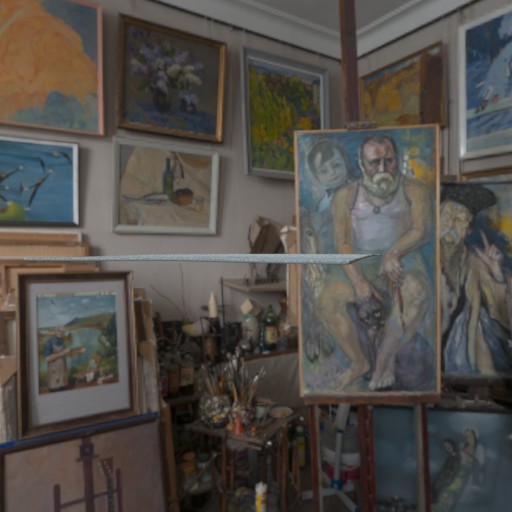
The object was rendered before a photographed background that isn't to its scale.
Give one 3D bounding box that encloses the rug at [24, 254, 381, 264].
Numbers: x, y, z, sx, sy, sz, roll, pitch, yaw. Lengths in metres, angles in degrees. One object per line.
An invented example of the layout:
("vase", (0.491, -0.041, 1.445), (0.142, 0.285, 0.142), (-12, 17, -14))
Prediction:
("rug", (0.000, 0.000, 2.311), (1.174, 0.022, 1.853), (0, 1, 19))
